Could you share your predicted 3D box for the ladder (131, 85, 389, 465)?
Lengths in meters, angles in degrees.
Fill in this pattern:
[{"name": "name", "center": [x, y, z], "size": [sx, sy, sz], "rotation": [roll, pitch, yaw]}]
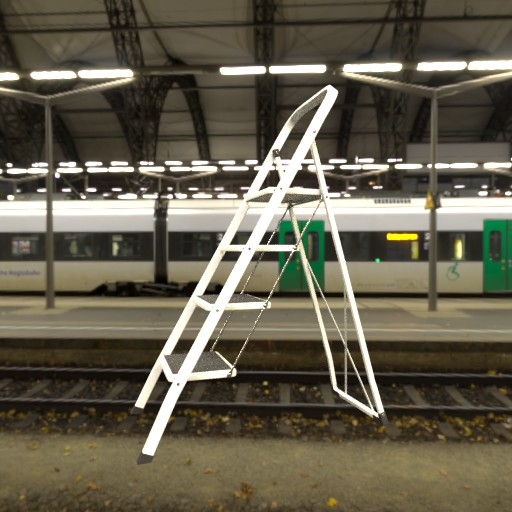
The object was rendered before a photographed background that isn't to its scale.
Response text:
[{"name": "ladder", "center": [0.000, 0.000, 1.702], "size": [0.914, 1.265, 0.460], "rotation": [0, 1, -18]}]
